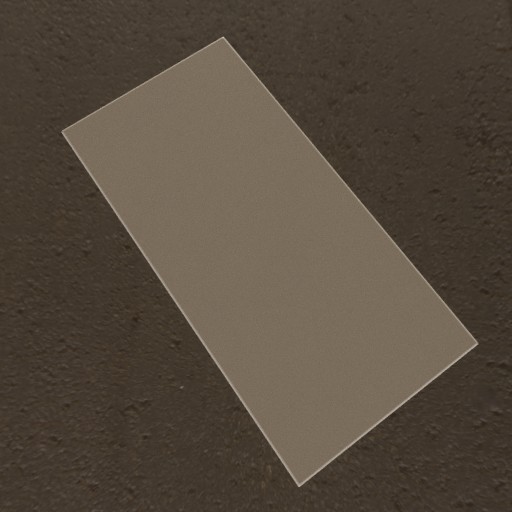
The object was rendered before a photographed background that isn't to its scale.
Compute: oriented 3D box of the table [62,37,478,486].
[{"bbox_3d":[0.000,0.000,1.404,0.550,0.510,1.107,-34,77,-9],"label":"table"}]
